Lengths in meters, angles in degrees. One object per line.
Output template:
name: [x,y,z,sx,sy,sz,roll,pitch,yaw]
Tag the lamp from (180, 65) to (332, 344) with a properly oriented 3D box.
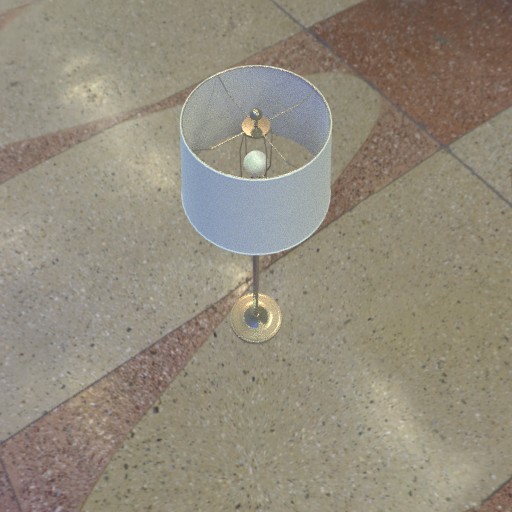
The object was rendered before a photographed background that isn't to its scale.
lamp: [0.000,0.000,1.671,0.431,1.488,0.431,0,64,0]
